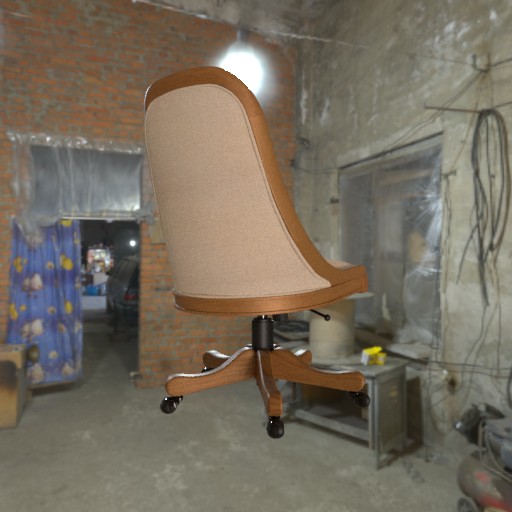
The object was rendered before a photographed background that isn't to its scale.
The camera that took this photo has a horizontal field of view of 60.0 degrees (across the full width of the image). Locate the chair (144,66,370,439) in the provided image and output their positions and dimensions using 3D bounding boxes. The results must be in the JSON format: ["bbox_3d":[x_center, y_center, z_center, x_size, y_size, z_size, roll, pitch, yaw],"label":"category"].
[{"bbox_3d":[0.000,0.000,1.537,0.702,1.009,0.811,0,0,34],"label":"chair"}]
